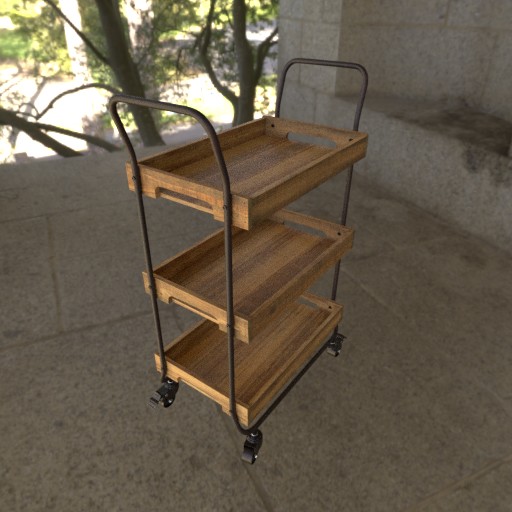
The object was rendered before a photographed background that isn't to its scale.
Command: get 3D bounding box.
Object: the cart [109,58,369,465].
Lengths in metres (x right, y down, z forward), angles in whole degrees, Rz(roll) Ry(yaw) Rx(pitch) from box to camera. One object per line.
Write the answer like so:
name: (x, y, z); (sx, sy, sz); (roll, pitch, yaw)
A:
cart: (0.000, 0.000, 1.123); (0.339, 0.857, 0.583); (21, 37, 30)
